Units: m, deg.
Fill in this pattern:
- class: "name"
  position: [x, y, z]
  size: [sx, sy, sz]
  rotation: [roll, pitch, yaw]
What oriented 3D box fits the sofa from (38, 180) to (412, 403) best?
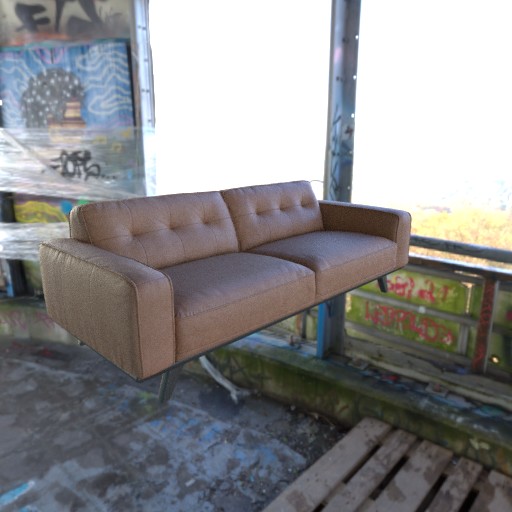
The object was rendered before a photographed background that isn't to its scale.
- class: "sofa"
  position: [0.000, 0.000, 2.742]
  size: [0.953, 0.780, 2.270]
  rotation: [14, 21, 42]
